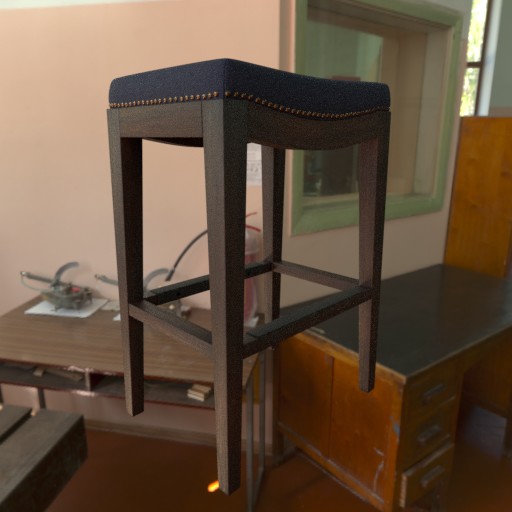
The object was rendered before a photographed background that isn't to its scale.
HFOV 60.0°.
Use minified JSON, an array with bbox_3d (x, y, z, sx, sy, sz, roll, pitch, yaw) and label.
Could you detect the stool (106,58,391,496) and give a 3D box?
[{"bbox_3d":[0.000,0.000,0.989,0.358,0.740,0.498,14,21,43],"label":"stool"}]
